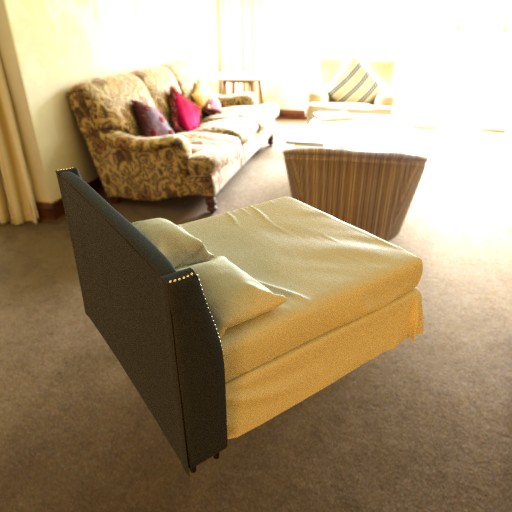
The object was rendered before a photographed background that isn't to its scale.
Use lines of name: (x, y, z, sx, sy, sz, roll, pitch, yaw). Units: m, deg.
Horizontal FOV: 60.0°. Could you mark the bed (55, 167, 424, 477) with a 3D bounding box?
bed: (0.000, 0.000, 3.422, 2.276, 1.332, 1.925, -19, 34, -30)
